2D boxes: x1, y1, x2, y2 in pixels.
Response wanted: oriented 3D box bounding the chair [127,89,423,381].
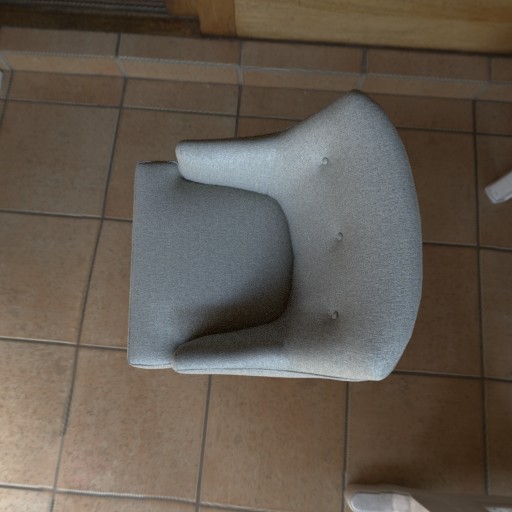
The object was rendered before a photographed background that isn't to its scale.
[{"bbox_3d":[0.000,0.000,1.610,0.923,0.856,0.864,-1,77,0],"label":"chair"}]
